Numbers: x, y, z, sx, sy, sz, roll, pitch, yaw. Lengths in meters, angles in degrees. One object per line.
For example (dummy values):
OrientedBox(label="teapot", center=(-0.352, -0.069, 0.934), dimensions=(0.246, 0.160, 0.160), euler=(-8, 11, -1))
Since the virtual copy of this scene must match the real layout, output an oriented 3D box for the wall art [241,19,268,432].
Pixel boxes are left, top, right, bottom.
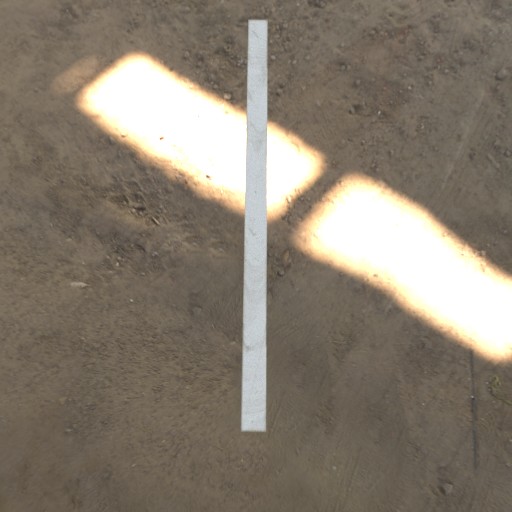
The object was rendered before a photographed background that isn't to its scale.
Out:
OrientedBox(label="wall art", center=(0.000, 0.000, 1.139), dimensions=(0.038, 0.757, 0.760), euler=(1, 75, 0))
